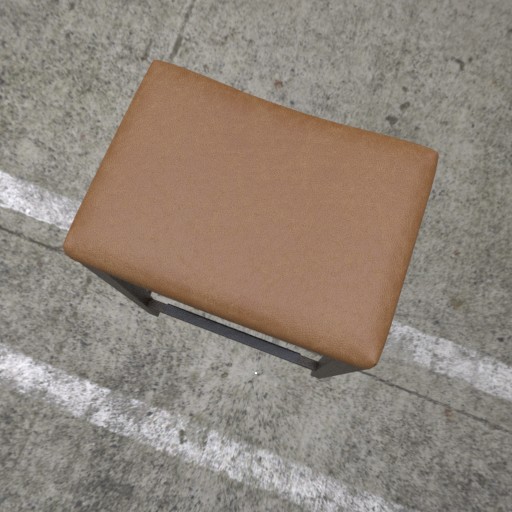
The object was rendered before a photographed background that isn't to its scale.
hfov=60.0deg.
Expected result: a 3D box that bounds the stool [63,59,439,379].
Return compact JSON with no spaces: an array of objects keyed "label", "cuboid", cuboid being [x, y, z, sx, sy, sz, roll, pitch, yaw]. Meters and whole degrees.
[{"label":"stool","cuboid":[0.000,0.000,0.943,0.500,0.660,0.361,20,76,5]}]
